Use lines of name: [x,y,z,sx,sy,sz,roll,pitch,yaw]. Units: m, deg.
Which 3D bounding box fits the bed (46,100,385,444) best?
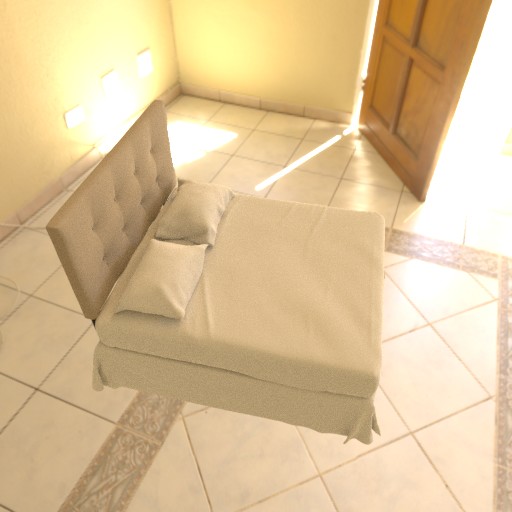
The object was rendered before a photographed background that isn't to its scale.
bed: [0.000,0.000,3.408,2.222,1.577,1.936,9,45,9]
